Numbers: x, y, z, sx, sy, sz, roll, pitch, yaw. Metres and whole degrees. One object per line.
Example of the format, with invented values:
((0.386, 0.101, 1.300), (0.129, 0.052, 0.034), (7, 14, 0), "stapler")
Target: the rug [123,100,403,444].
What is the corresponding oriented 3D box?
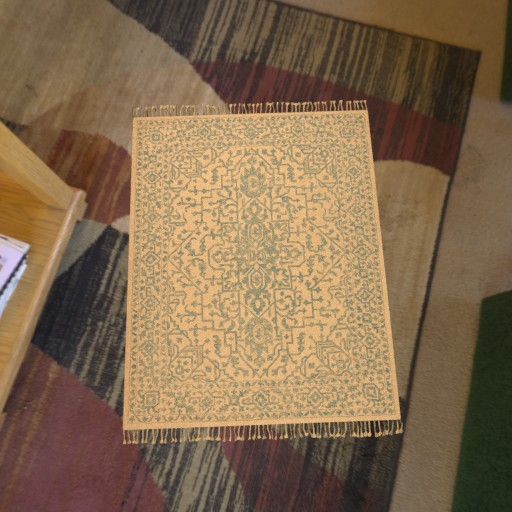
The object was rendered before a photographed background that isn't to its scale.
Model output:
((0.000, 0.000, 4.252), (2.464, 0.010, 3.327), (-2, 76, 0), "rug")
